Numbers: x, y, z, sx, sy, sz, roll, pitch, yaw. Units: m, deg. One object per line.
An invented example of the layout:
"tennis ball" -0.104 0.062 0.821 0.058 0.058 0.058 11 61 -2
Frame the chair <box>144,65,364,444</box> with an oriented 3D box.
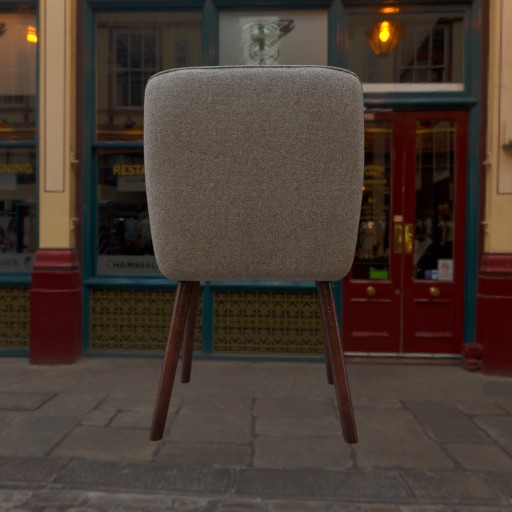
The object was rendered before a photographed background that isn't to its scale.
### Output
"chair" 0.000 0.000 1.173 0.543 0.803 0.519 0 0 2
